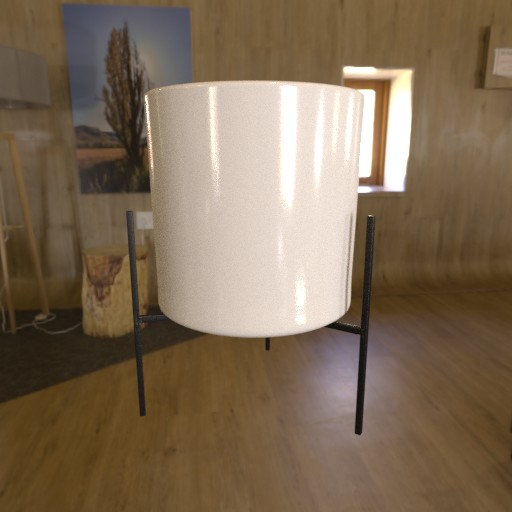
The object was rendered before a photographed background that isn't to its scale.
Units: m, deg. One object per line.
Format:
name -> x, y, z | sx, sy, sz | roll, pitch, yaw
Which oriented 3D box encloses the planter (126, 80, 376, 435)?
planter -> 0.000, 0.000, 0.637 | 0.307, 0.431, 0.308 | 2, 13, 8
